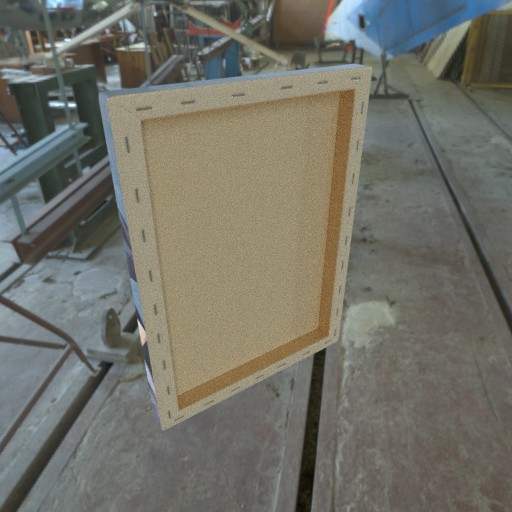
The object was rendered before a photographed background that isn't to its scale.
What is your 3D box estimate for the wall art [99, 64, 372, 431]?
[{"bbox_3d":[0.000,0.000,0.809,0.455,0.613,0.037,-19,36,-29],"label":"wall art"}]
